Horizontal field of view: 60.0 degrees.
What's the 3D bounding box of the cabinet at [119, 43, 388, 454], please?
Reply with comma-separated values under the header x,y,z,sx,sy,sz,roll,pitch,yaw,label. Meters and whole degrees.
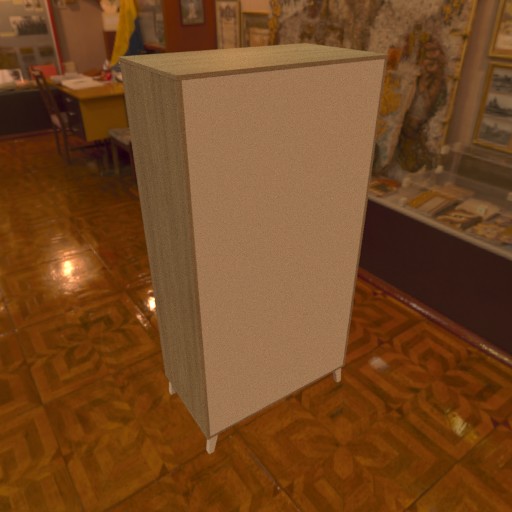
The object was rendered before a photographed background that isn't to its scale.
x,y,z,sx,sy,sz,roll,pitch,yaw,label
0.000,0.000,2.410,1.006,1.999,0.571,-19,36,-28,cabinet
